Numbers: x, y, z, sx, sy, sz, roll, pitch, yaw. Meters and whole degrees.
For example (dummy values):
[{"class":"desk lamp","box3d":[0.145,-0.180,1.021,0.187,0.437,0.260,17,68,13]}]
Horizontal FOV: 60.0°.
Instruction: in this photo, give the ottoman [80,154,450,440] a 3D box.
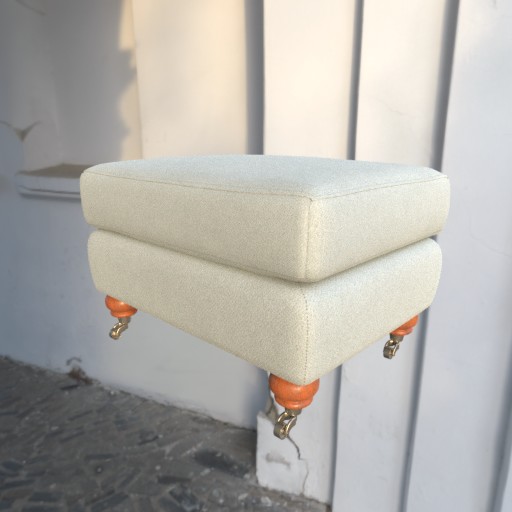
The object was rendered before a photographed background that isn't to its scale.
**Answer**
[{"class":"ottoman","box3d":[0.000,0.000,1.137,0.773,0.499,0.569,14,21,42]}]
